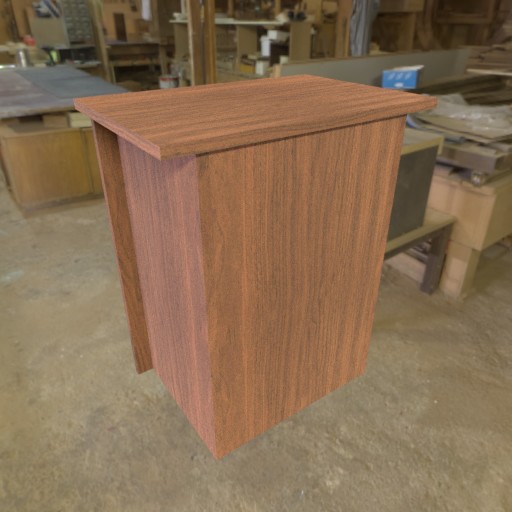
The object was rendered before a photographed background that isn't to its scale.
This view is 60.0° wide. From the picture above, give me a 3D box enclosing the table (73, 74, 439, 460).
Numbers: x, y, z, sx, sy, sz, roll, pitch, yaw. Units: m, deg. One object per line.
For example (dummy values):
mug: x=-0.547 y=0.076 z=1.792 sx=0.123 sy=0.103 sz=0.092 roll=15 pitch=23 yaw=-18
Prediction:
table: x=0.000 y=0.000 z=1.043 sx=0.589 sy=0.711 sz=0.406 roll=-19 pitch=35 yaw=-30
